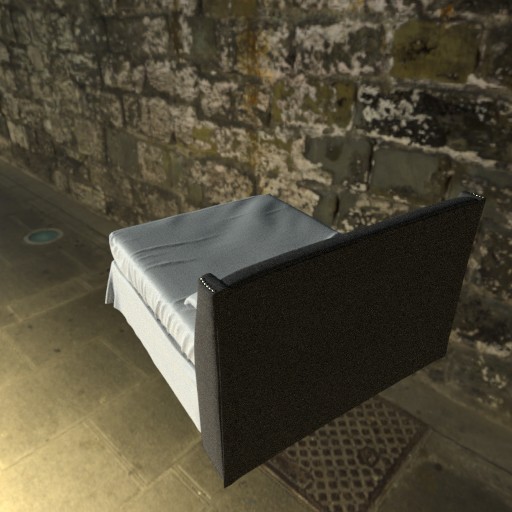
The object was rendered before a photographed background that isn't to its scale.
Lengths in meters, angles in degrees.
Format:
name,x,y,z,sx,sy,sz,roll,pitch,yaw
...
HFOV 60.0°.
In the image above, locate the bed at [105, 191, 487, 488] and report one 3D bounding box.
name,x,y,z,sx,sy,sz,roll,pitch,yaw
bed,0.000,0.000,3.374,1.925,1.332,2.276,-18,34,-29
